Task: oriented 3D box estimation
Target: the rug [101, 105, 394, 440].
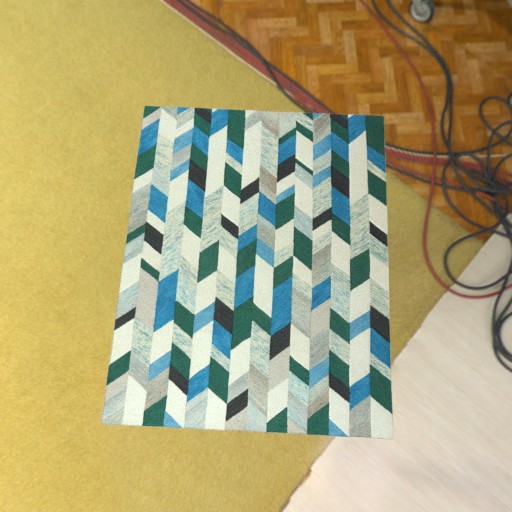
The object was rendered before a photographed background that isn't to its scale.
[{"bbox_3d":[0.000,0.000,4.075,2.440,0.008,3.036,3,75,1],"label":"rug"}]
